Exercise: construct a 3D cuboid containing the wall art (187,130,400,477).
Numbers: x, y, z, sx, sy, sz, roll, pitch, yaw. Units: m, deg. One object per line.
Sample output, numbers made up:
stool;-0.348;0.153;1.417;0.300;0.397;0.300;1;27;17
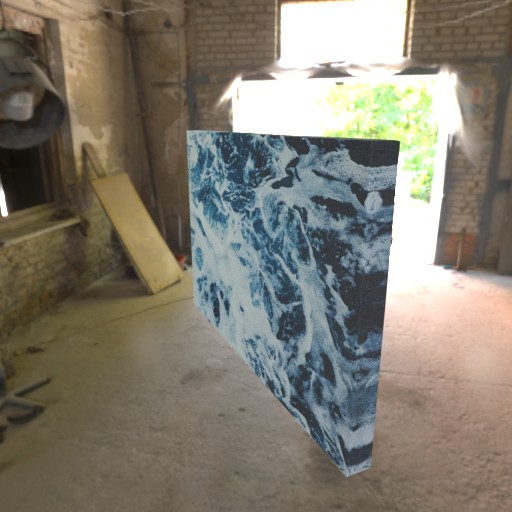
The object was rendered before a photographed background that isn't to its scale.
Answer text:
wall art;0.000;0.000;0.763;0.043;0.407;0.609;-8;19;-25
